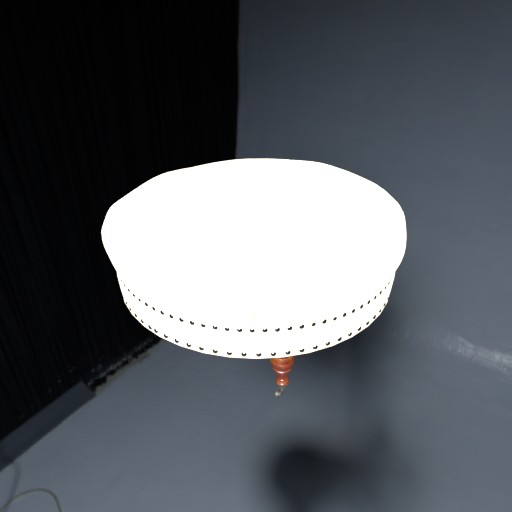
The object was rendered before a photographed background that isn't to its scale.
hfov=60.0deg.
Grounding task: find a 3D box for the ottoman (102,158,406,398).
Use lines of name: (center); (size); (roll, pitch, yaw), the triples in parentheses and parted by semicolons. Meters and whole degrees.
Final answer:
ottoman: (0.000, 0.000, 1.418); (0.901, 0.439, 0.901); (0, 30, 0)
